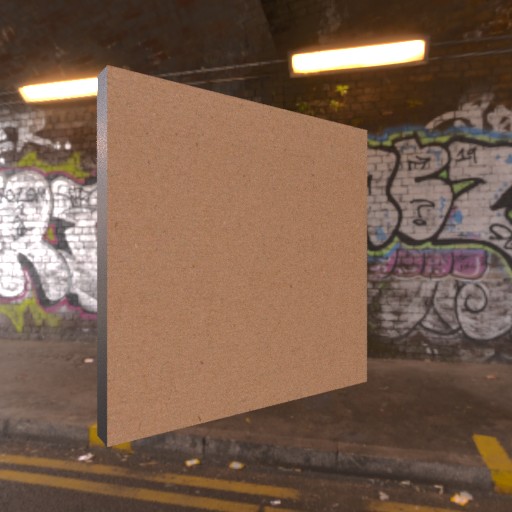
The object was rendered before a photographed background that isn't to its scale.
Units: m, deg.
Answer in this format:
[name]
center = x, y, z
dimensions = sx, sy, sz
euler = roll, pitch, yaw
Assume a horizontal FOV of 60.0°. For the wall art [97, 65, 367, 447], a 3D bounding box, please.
[wall art]
center = 0.000, 0.000, 0.477
dimensions = 0.327, 0.318, 0.029
euler = 0, 0, -36
